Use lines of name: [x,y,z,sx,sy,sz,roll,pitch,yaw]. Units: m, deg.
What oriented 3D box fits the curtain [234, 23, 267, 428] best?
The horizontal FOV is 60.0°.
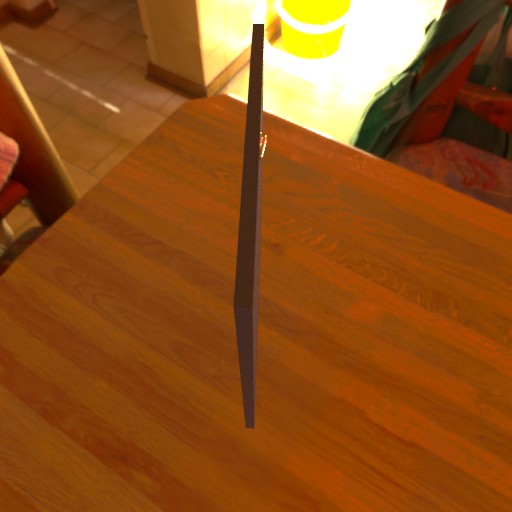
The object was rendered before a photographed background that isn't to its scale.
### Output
curtain: [0.000,0.000,0.805,0.027,0.585,0.483,2,58,1]
